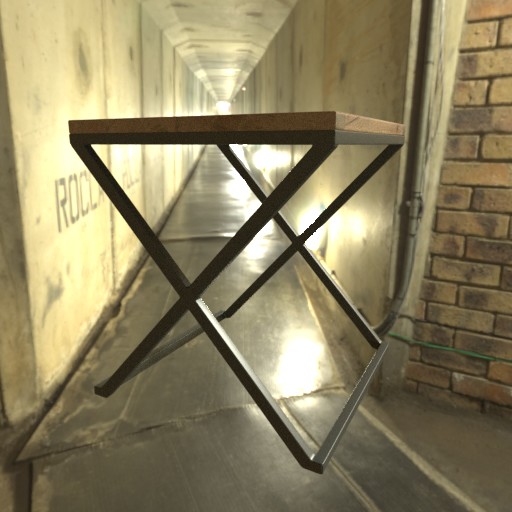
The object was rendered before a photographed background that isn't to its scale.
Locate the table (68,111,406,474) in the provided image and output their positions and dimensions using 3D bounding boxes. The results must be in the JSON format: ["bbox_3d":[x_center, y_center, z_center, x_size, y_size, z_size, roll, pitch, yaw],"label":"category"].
[{"bbox_3d":[0.000,0.000,0.954,0.498,0.550,0.499,7,16,27],"label":"table"}]
